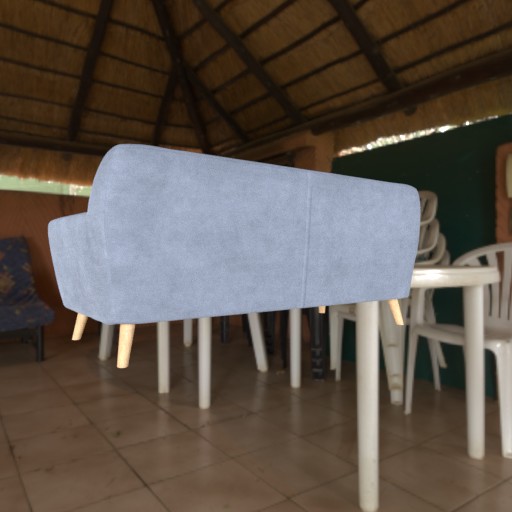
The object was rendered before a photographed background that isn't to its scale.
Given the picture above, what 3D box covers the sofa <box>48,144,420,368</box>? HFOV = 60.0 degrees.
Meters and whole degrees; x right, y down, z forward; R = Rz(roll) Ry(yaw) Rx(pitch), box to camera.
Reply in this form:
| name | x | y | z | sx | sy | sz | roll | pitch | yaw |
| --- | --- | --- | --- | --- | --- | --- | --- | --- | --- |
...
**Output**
| name | x | y | z | sx | sy | sz | roll | pitch | yaw |
| --- | --- | --- | --- | --- | --- | --- | --- | --- | --- |
| sofa | 0.000 | 0.000 | 2.427 | 1.970 | 0.830 | 0.830 | 0 | 0 | -36 |
